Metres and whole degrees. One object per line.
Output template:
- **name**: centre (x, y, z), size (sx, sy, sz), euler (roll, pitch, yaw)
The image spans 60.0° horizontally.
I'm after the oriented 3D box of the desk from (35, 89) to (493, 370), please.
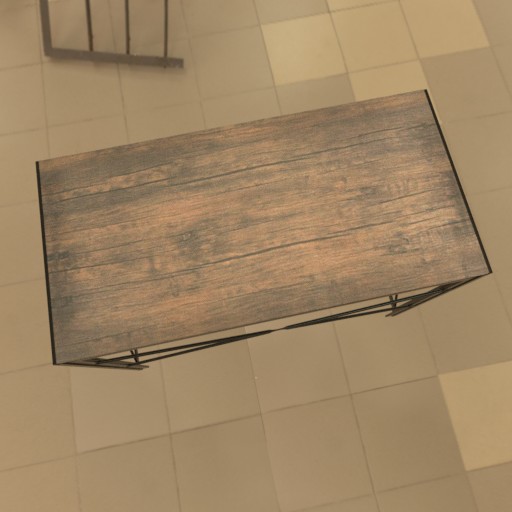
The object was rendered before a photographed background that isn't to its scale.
- **desk**: centre (0.000, 0.000, 1.424), size (1.015, 0.747, 0.505), euler (-11, 75, -3)
